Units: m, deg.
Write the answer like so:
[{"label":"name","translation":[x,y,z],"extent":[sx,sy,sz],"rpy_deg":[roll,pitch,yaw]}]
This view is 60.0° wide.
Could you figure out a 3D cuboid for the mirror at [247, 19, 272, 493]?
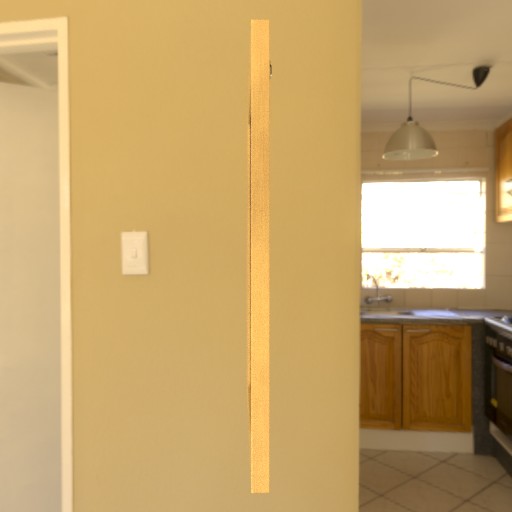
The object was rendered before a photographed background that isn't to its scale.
[{"label":"mirror","translation":[0.000,0.000,1.161],"extent":[0.040,0.915,0.609],"rpy_deg":[0,1,-2]}]
